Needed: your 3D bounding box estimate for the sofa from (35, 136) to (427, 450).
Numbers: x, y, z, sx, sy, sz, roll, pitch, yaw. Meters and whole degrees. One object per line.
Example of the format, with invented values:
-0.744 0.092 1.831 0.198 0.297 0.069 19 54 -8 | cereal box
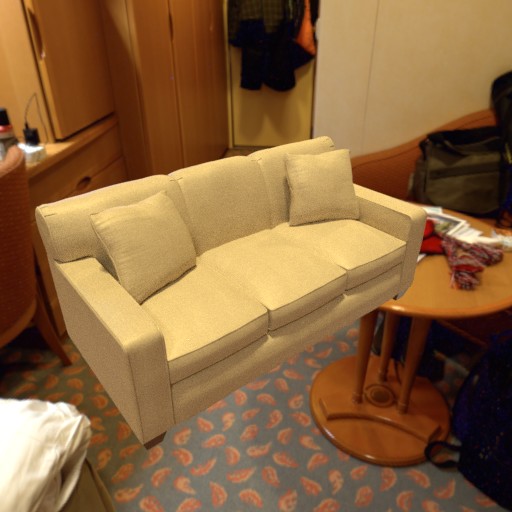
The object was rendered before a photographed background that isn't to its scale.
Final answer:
0.000 0.000 2.587 2.024 0.958 0.997 -22 36 -33 | sofa
